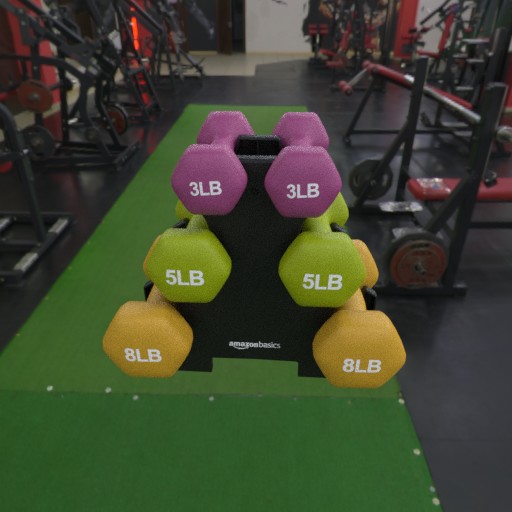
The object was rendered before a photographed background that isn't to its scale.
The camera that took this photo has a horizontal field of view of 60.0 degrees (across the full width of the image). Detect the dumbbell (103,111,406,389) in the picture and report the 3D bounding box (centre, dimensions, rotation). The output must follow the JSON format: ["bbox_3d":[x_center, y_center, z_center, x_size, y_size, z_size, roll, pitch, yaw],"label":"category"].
[{"bbox_3d":[0.000,0.000,0.473,0.300,0.271,0.190,2,31,3],"label":"dumbbell"}]
